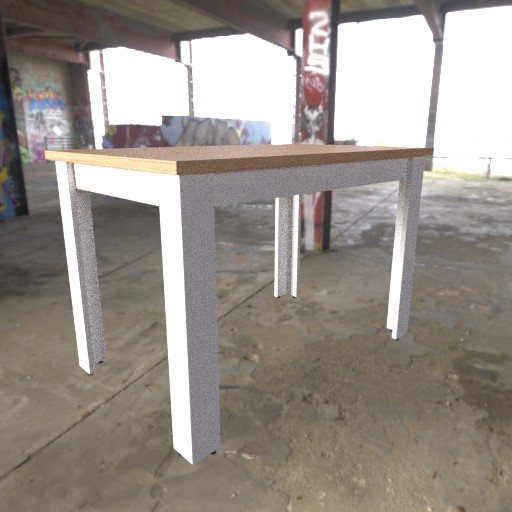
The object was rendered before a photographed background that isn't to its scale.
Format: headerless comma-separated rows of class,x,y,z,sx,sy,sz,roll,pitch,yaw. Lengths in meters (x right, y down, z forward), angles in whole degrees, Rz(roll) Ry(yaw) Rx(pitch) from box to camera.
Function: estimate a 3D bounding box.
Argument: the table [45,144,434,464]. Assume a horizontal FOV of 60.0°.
table,0.000,0.000,1.561,1.100,0.734,0.700,-15,21,-42
